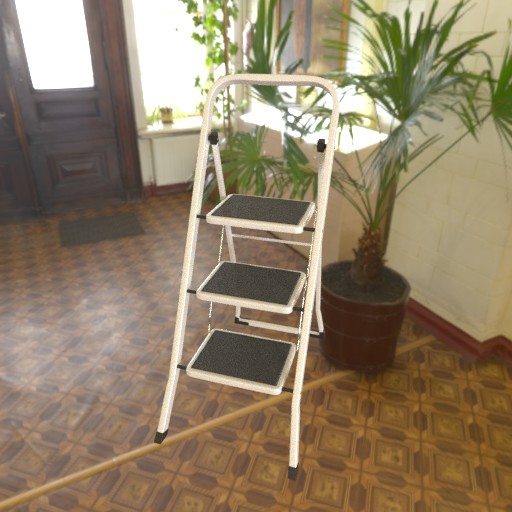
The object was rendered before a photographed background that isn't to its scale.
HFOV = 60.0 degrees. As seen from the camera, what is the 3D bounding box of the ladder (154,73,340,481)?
[{"bbox_3d":[0.000,0.000,1.413,0.460,1.050,0.711,8,28,15],"label":"ladder"}]
